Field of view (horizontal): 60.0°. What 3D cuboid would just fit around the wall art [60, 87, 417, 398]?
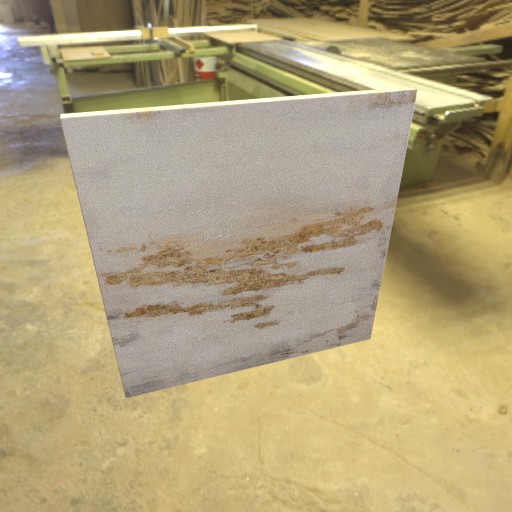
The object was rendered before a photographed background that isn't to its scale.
[{"bbox_3d":[0.000,0.000,1.497,1.015,1.018,0.040,-10,34,-15],"label":"wall art"}]
